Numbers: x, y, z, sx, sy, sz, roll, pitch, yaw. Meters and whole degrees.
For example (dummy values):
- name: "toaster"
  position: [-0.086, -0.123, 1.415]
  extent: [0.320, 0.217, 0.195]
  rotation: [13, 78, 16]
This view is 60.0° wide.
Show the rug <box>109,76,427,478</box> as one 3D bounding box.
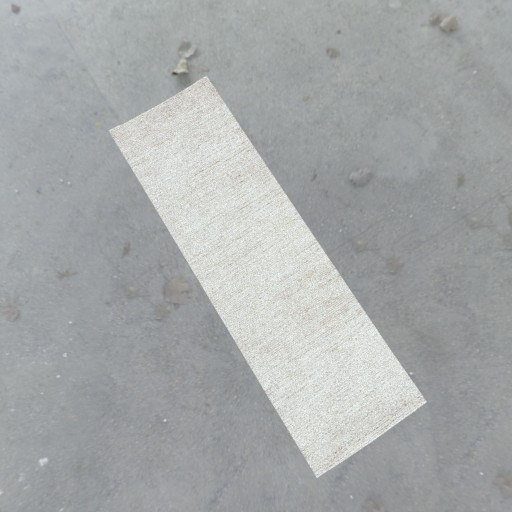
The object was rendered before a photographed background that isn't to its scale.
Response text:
- name: "rug"
  position: [0.000, 0.000, 2.561]
  extent: [0.712, 0.013, 2.346]
  rotation: [-31, 79, -7]
